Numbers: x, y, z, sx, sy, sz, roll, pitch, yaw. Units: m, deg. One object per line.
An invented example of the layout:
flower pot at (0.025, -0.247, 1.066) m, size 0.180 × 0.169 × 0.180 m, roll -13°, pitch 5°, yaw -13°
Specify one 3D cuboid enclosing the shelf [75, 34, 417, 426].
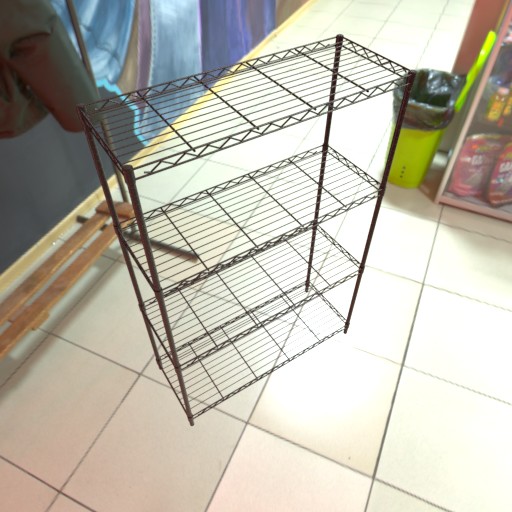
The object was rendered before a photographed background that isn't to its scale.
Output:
shelf at (0.000, 0.000, 1.721) m, size 0.907 × 1.361 × 0.352 m, roll -25°, pitch 51°, yaw -22°
